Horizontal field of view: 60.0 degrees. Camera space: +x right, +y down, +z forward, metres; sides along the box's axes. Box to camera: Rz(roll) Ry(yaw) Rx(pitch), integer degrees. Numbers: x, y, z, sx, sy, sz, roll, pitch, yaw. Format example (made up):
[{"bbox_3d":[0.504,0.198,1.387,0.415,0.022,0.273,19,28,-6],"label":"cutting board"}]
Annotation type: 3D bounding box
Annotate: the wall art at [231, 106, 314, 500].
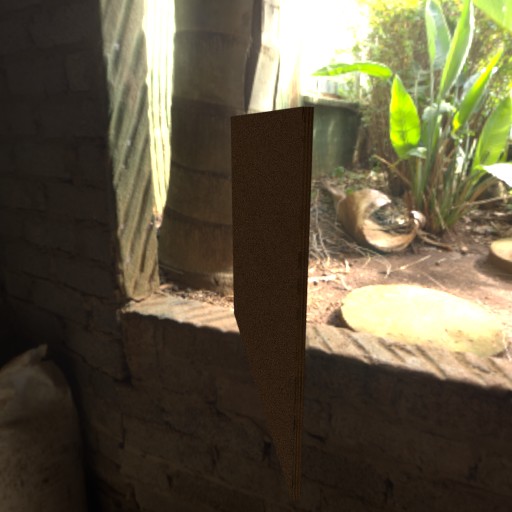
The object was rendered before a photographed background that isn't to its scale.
[{"bbox_3d":[0.000,0.000,0.666,0.010,0.408,0.508,-3,17,-9],"label":"wall art"}]
